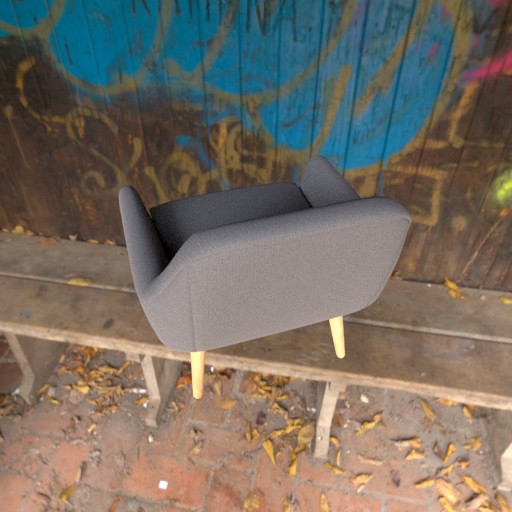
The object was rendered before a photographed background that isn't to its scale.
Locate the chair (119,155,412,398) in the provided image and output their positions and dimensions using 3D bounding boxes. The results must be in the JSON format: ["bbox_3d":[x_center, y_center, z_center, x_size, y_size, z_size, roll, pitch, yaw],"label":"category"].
[{"bbox_3d":[0.000,0.000,1.423,0.770,0.800,0.779,-12,42,-14],"label":"chair"}]
